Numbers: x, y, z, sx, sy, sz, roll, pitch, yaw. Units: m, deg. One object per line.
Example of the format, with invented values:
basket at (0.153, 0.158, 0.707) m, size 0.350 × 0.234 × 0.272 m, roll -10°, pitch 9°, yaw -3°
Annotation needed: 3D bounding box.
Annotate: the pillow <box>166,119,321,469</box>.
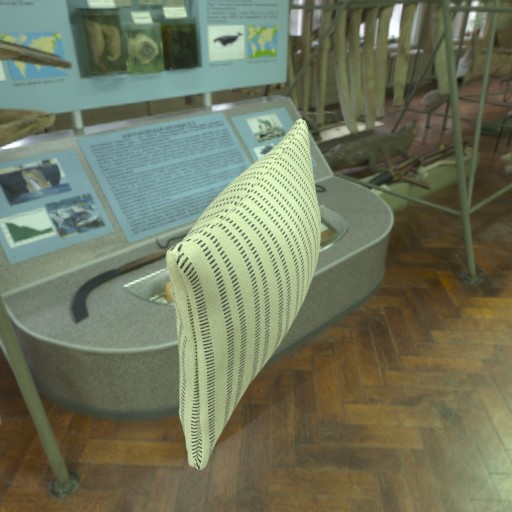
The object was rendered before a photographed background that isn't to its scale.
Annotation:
pillow at (0.000, 0.000, 0.803) m, size 0.210 × 0.353 × 0.640 m, roll 9°, pitch 31°, yaw 15°
